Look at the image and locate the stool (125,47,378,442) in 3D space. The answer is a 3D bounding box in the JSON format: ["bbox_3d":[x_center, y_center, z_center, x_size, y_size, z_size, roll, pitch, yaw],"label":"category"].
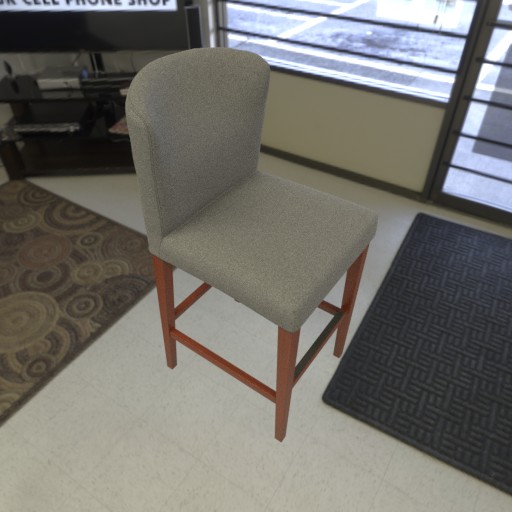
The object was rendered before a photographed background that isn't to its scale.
[{"bbox_3d":[0.000,0.000,1.345,0.568,1.069,0.481,26,48,26],"label":"stool"}]
